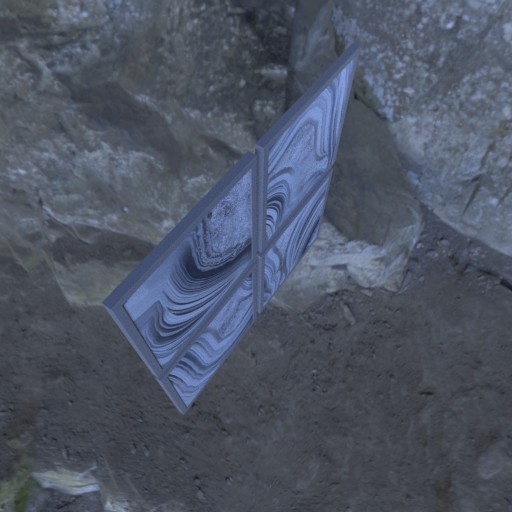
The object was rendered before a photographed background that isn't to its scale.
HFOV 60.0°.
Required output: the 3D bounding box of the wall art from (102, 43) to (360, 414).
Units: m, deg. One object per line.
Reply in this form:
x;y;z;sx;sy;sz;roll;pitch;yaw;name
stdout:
0.000;0.000;1.668;0.029;1.118;1.118;31;64;17;wall art
